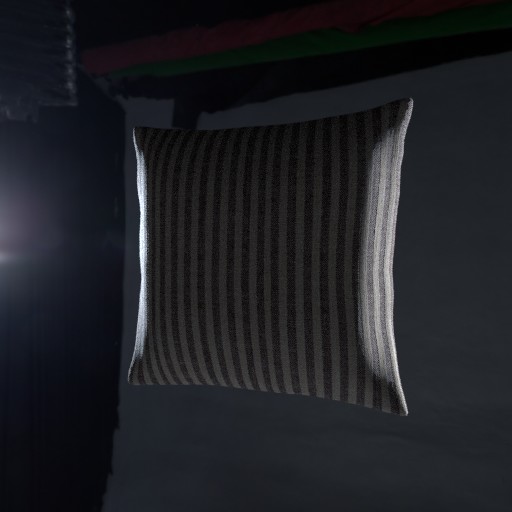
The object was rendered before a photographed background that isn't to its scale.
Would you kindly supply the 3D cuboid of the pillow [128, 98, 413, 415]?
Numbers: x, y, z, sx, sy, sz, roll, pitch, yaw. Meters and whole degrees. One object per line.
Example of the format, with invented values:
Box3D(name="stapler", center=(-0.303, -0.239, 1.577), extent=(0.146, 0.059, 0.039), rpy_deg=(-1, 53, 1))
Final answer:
Box3D(name="pillow", center=(0.000, 0.000, 0.788), extent=(0.523, 0.506, 0.166), rpy_deg=(0, 1, 19))
